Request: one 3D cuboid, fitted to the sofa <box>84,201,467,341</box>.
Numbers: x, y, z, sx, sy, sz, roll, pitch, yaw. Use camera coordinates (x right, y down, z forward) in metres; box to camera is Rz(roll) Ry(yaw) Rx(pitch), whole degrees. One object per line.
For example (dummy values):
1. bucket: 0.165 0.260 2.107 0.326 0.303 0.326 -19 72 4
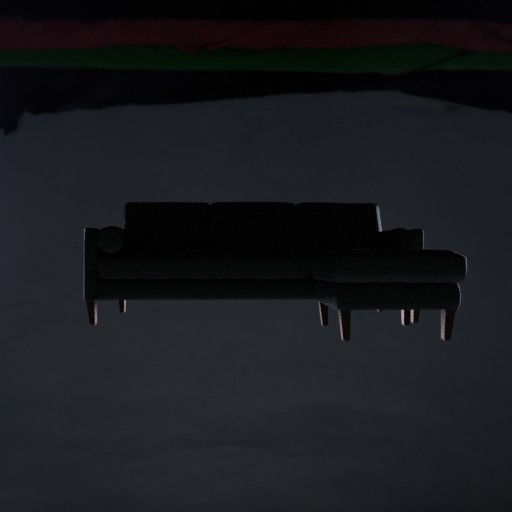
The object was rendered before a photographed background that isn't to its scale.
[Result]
1. sofa: 0.000 0.000 2.881 2.178 0.876 1.506 0 -1 -2
